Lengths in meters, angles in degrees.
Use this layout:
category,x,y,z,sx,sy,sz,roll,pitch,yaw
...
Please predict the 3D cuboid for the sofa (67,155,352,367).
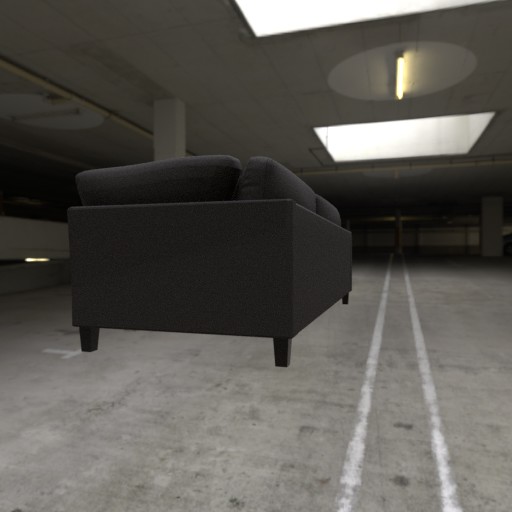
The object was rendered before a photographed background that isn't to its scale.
category,x,y,z,sx,sy,sz,roll,pitch,yaw
sofa,0.000,0.000,2.753,0.969,0.792,2.312,0,0,17
